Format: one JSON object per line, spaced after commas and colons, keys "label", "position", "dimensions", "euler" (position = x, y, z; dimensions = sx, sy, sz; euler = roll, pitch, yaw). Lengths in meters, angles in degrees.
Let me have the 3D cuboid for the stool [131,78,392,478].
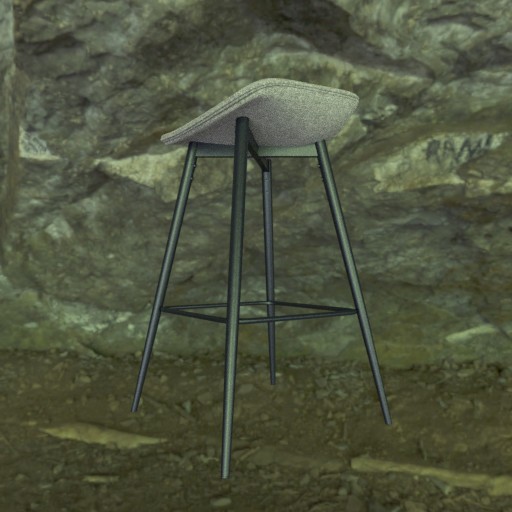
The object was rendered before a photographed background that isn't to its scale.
{"label": "stool", "position": [0.000, 0.000, 1.130], "dimensions": [0.480, 0.814, 0.469], "euler": [1, -2, -36]}
